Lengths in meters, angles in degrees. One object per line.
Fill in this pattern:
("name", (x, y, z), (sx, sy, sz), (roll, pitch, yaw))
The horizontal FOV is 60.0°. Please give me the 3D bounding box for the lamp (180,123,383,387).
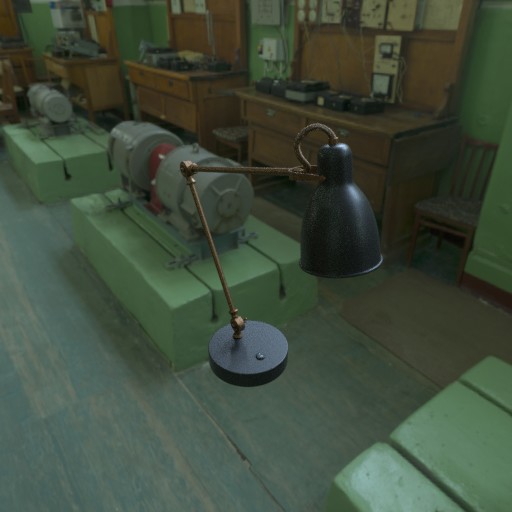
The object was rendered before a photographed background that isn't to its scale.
("lamp", (0.000, 0.000, 0.889), (0.187, 0.587, 0.561), (-21, 36, -32))
